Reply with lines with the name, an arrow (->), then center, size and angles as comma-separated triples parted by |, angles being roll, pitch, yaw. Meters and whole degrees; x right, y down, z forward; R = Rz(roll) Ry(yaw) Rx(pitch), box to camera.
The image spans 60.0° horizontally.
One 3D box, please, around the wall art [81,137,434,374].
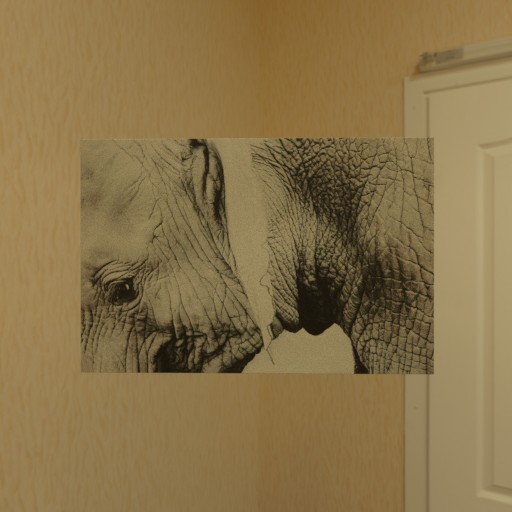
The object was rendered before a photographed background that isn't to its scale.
wall art -> 0.000, 0.000, 1.447 | 1.141, 0.758, 0.035 | 0, 0, 1
